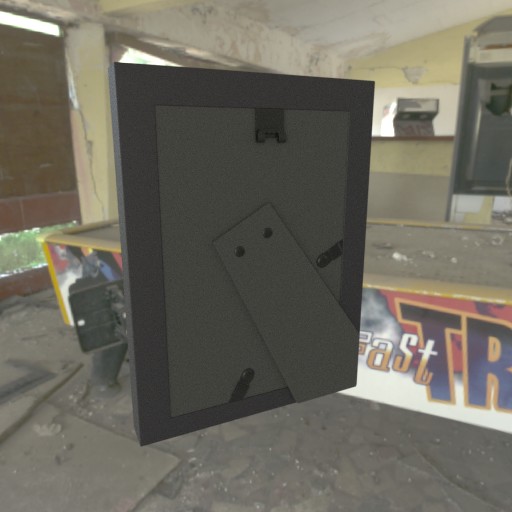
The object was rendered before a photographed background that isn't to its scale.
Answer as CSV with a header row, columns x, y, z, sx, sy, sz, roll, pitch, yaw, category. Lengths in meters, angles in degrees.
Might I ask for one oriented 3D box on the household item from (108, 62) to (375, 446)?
x,y,z,sx,sy,sz,roll,pitch,yaw,category
0.000,0.000,0.232,0.133,0.178,0.022,-7,16,-25,household item
